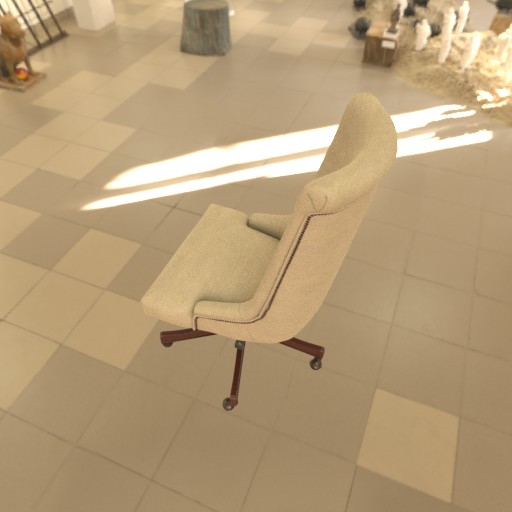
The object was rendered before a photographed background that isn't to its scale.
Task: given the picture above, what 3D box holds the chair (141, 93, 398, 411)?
[{"bbox_3d":[0.000,0.000,1.448,0.696,1.010,0.645,16,49,15],"label":"chair"}]
